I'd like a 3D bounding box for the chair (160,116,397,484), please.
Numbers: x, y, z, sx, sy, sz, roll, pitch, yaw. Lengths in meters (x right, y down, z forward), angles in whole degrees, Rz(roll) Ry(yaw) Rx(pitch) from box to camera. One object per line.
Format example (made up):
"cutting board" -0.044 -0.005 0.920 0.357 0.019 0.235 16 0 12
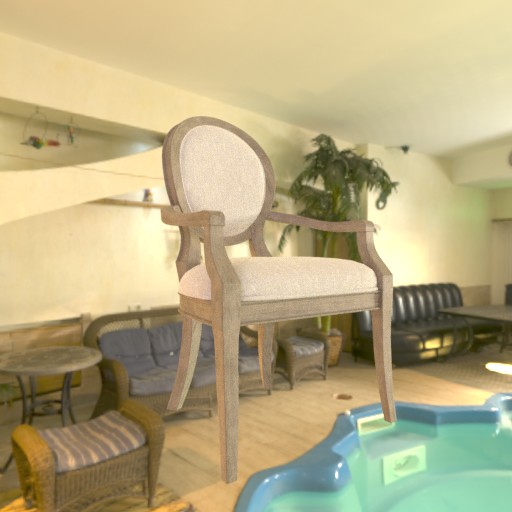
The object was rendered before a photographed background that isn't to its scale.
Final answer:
"chair" 0.000 0.000 1.387 0.611 0.991 0.602 0 1 -37
